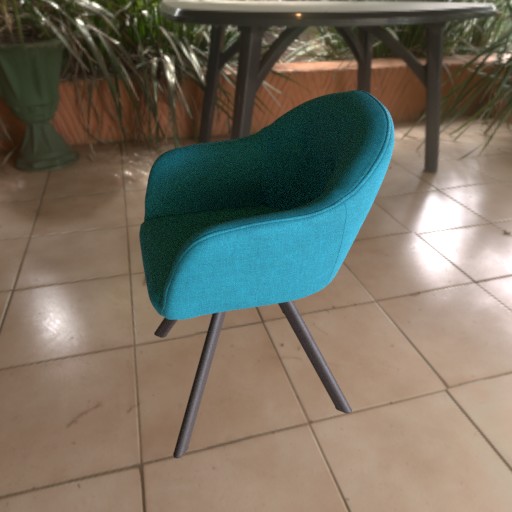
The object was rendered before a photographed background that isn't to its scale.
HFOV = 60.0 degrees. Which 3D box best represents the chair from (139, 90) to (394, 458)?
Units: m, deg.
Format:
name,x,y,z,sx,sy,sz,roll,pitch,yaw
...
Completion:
name,x,y,z,sx,sy,sz,roll,pitch,yaw
chair,0.000,0.000,1.145,0.565,0.775,0.545,-9,33,-14
